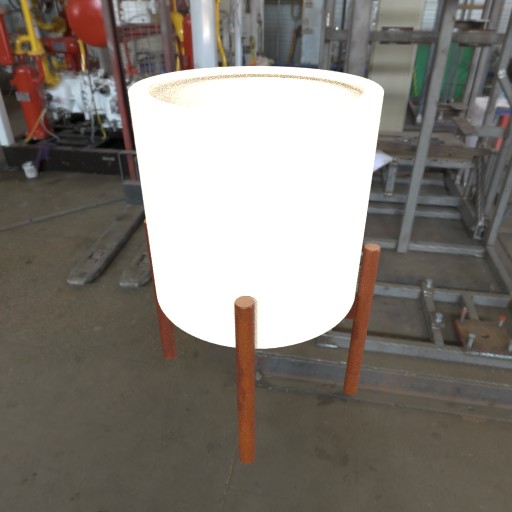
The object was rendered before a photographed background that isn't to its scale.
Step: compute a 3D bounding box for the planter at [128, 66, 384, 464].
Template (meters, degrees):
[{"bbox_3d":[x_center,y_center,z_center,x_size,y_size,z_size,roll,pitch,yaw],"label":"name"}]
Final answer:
[{"bbox_3d":[0.000,0.000,0.916,0.417,0.670,0.417,-20,36,-29],"label":"planter"}]
